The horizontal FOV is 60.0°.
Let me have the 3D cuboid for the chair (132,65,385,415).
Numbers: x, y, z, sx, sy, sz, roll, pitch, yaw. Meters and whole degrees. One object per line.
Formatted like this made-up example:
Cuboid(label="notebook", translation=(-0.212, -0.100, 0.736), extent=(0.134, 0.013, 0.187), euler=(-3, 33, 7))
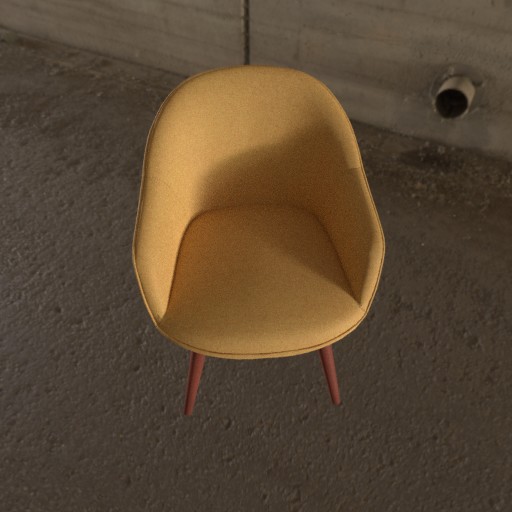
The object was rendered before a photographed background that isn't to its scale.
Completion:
Cuboid(label="chair", translation=(0.000, 0.000, 1.261), extent=(0.596, 0.823, 0.635), euler=(-3, 47, -3))
